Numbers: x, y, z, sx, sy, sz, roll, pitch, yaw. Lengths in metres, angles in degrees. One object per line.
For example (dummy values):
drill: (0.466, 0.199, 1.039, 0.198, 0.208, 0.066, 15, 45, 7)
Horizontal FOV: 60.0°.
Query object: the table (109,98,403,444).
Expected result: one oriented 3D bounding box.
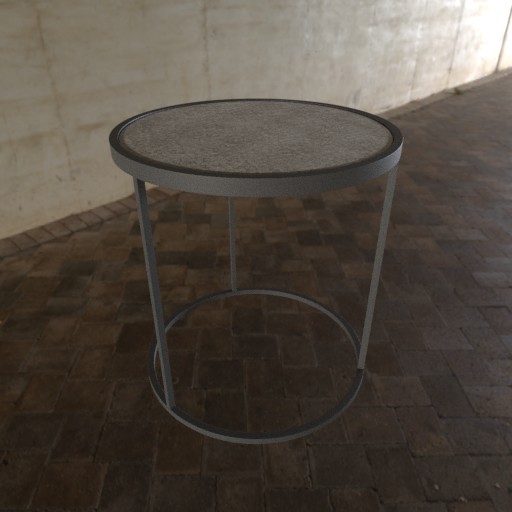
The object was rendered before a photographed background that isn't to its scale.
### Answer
table: (0.000, 0.000, 0.862, 0.470, 0.498, 0.470, 0, 31, 0)
